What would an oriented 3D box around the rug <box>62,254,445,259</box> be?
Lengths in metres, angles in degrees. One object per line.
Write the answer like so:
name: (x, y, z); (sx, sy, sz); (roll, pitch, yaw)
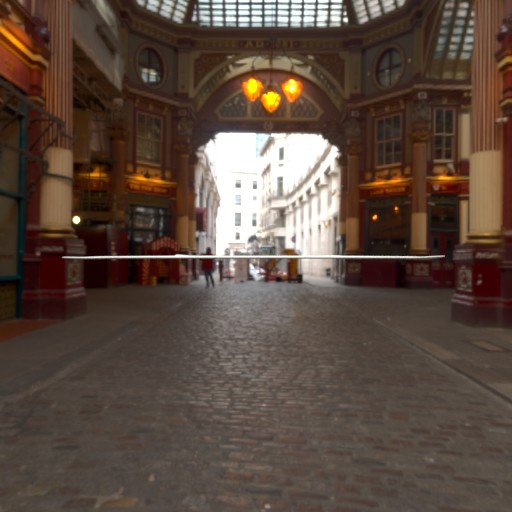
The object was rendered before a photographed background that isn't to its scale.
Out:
rug: (0.000, 0.000, 2.957); (1.518, 0.023, 2.434); (0, 0, 1)
